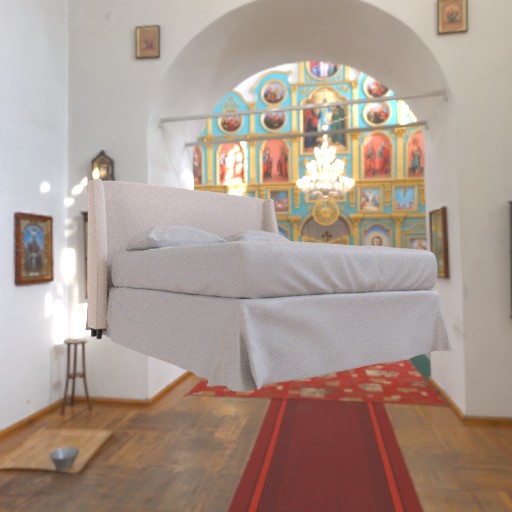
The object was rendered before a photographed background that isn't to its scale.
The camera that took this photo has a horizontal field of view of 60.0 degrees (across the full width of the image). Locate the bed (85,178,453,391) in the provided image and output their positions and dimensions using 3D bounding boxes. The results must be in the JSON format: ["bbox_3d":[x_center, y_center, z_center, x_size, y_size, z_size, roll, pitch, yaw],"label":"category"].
[{"bbox_3d":[0.000,0.000,3.380,1.925,1.332,2.276,1,-2,-36],"label":"bed"}]
